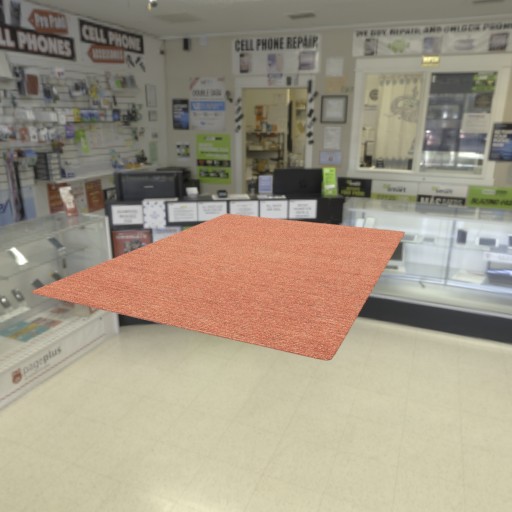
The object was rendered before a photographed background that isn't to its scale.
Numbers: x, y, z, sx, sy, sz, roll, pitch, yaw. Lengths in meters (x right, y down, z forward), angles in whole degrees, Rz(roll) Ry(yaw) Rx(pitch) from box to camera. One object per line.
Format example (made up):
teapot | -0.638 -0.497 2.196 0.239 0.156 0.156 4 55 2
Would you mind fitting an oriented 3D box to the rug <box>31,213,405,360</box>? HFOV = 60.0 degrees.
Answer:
rug | 0.000 0.000 2.868 1.594 0.009 2.112 8 19 24
